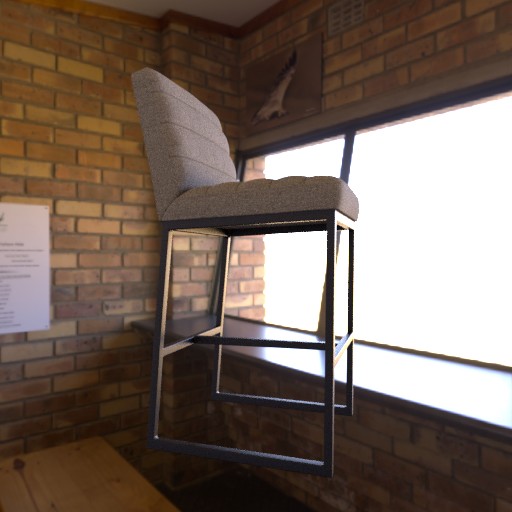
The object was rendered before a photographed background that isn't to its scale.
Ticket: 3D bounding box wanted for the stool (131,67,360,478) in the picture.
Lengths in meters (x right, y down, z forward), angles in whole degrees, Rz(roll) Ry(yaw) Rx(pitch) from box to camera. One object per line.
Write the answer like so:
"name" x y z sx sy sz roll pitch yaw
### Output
"stool" 0.000 0.000 1.321 0.571 1.034 0.459 0 0 19
